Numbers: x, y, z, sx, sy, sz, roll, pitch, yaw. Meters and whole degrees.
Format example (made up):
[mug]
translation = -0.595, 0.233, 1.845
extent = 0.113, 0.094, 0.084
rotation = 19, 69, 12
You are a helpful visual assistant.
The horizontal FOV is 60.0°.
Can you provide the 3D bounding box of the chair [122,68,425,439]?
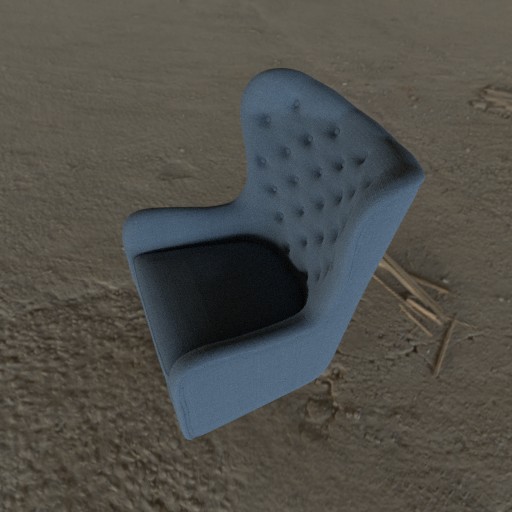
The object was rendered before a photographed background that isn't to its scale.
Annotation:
[chair]
translation = 0.000, 0.000, 1.726
extent = 0.930, 1.079, 0.831
rotation = -17, 48, -16
